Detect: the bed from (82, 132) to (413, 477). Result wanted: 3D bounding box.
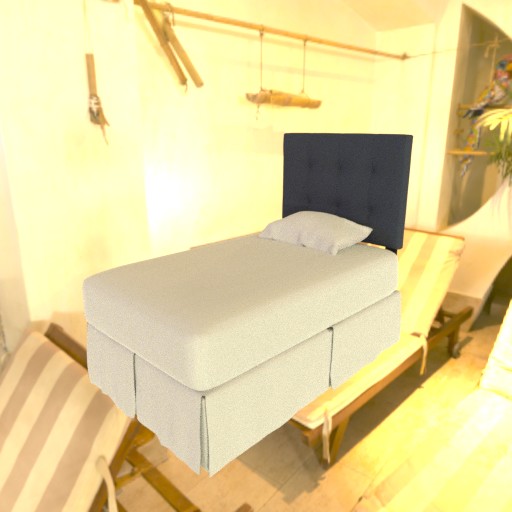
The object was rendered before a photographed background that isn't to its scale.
[{"bbox_3d":[0.000,0.000,2.976,1.261,1.571,1.997,15,22,42],"label":"bed"}]
